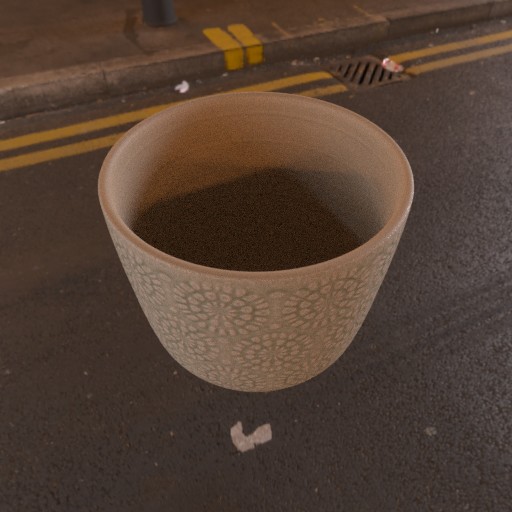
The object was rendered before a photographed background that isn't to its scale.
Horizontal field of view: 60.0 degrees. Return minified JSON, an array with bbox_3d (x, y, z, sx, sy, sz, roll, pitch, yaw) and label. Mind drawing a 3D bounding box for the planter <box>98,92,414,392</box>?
[{"bbox_3d":[0.000,0.000,0.217,0.124,0.109,0.124,0,46,0],"label":"planter"}]
